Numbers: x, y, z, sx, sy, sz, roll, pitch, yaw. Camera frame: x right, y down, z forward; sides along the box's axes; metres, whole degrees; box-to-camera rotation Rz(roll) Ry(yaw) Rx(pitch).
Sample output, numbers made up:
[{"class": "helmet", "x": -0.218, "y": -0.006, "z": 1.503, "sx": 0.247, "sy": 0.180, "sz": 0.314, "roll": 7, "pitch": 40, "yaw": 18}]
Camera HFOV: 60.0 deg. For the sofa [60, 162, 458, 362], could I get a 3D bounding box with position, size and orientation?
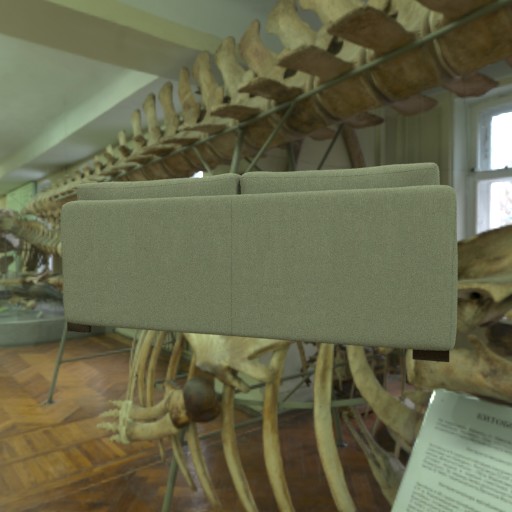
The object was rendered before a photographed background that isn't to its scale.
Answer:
[{"class": "sofa", "x": 0.000, "y": 0.000, "z": 2.895, "sx": 2.354, "sy": 0.980, "sz": 0.962, "roll": 0, "pitch": 1, "yaw": 20}]
